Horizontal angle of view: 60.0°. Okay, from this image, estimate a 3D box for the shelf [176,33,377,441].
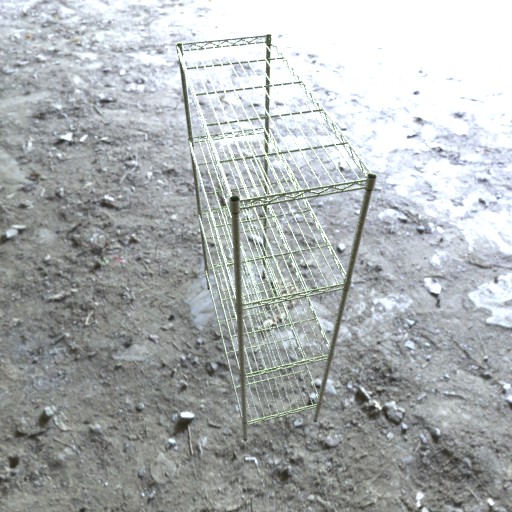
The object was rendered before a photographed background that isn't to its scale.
[{"bbox_3d":[0.000,0.000,1.787,0.352,1.360,0.907,-11,48,-10],"label":"shelf"}]
